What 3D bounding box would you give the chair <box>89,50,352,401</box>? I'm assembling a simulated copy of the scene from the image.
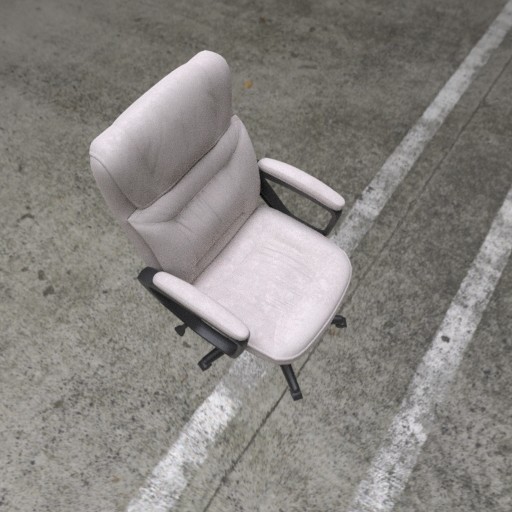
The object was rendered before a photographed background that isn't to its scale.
[{"bbox_3d":[0.000,0.000,1.531,0.724,1.105,0.667,31,64,17],"label":"chair"}]
